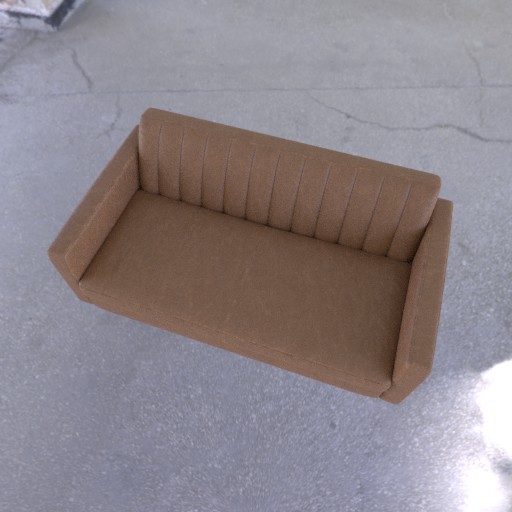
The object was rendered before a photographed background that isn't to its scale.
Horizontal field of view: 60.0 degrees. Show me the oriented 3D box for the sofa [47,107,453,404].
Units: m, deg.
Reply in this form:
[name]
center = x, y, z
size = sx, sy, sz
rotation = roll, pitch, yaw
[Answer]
[sofa]
center = 0.000, 0.000, 2.386
size = 1.847, 0.821, 0.993
rotation = 16, 59, 10
